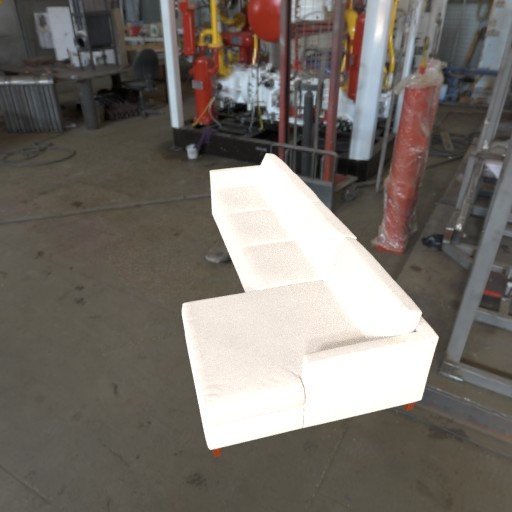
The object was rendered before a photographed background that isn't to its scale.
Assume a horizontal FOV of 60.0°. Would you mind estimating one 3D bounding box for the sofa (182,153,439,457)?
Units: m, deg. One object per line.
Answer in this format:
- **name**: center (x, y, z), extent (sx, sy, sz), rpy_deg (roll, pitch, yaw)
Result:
- **sofa**: center (0.000, 0.000, 4.293), extent (1.606, 0.954, 3.471), rpy_deg (-8, 32, -13)
